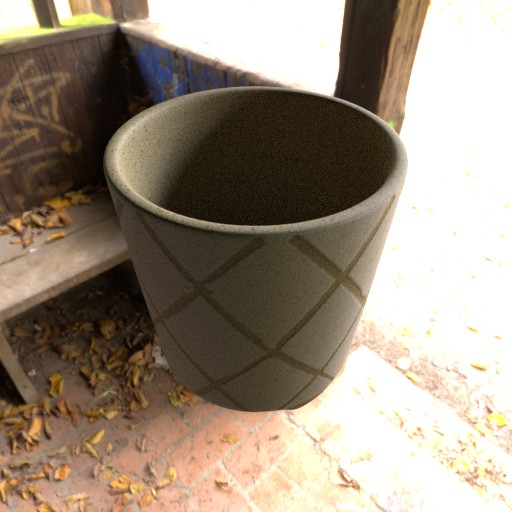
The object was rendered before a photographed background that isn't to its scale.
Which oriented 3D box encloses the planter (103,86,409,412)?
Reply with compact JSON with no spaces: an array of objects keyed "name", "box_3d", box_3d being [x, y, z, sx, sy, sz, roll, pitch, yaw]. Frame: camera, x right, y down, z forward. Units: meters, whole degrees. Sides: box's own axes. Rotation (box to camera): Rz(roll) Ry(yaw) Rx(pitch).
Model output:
[{"name":"planter","box_3d":[0.000,0.000,0.417,0.228,0.235,0.228,0,42,0]}]
